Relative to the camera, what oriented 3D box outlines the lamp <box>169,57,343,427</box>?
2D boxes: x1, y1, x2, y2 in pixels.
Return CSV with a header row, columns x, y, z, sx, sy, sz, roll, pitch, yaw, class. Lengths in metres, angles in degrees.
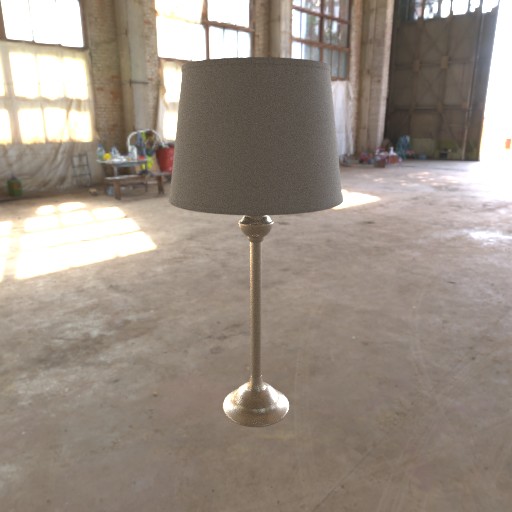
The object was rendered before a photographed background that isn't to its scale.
x,y,z,sx,sy,sz,roll,pitch,yaw,class
0.000,0.000,0.887,0.331,0.698,0.331,0,17,0,lamp
